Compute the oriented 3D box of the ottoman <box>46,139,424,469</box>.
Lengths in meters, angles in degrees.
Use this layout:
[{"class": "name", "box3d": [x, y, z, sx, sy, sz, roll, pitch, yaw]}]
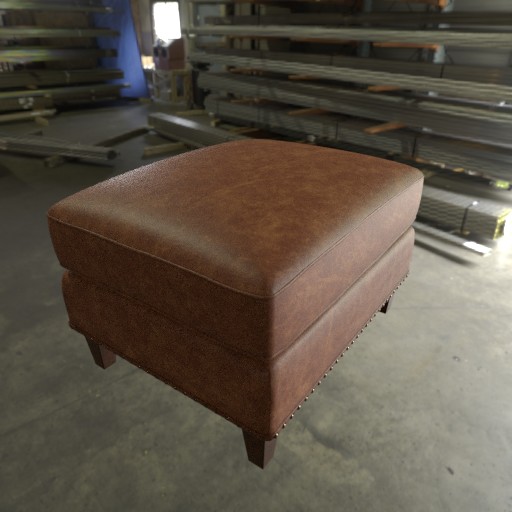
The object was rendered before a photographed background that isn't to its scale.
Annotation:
[{"class": "ottoman", "box3d": [0.000, 0.000, 1.112, 0.586, 0.486, 0.742, 18, 33, 31]}]
